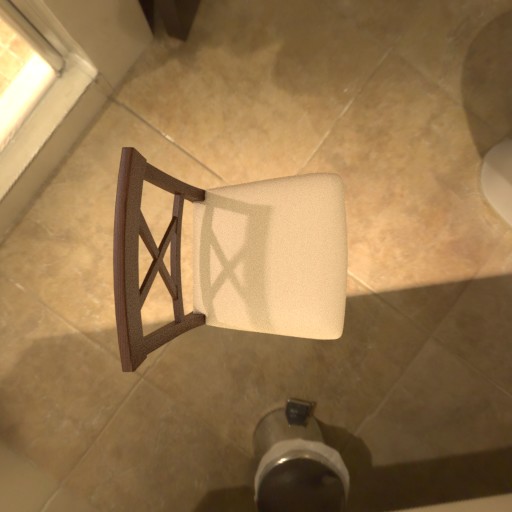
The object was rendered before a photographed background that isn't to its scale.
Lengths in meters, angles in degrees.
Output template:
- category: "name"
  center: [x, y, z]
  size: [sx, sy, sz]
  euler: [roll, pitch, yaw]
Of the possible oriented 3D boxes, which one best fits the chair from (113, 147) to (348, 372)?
- category: "chair"
  center: [0.000, 0.000, 1.184]
  size: [0.480, 0.913, 0.440]
  euler: [0, 90, -1]
